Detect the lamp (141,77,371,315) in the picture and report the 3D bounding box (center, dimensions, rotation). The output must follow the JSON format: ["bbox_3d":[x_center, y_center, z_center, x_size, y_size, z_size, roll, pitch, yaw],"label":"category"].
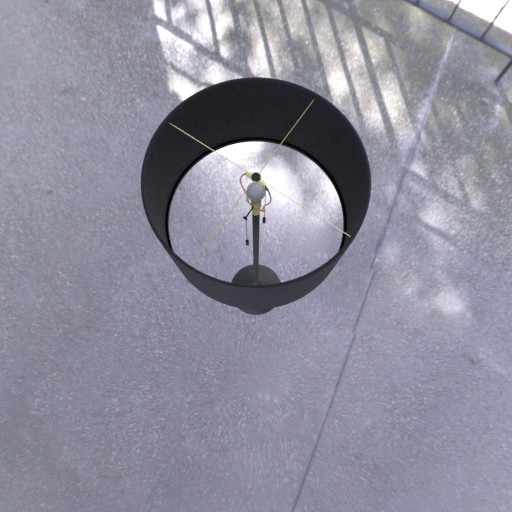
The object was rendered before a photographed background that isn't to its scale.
[{"bbox_3d":[0.000,0.000,1.848,0.580,1.526,0.580,33,77,9],"label":"lamp"}]
